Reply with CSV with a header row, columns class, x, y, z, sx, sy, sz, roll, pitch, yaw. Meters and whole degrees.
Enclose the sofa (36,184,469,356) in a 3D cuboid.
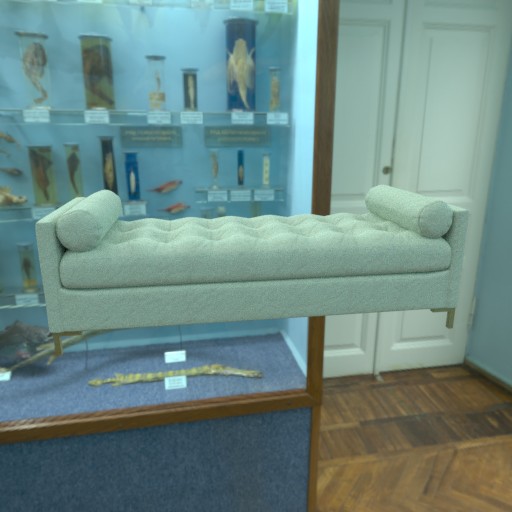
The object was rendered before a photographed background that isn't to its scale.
class,x,y,z,sx,sy,sz,roll,pitch,yaw
sofa,0.000,0.000,2.523,2.102,0.705,0.796,-2,16,-8
